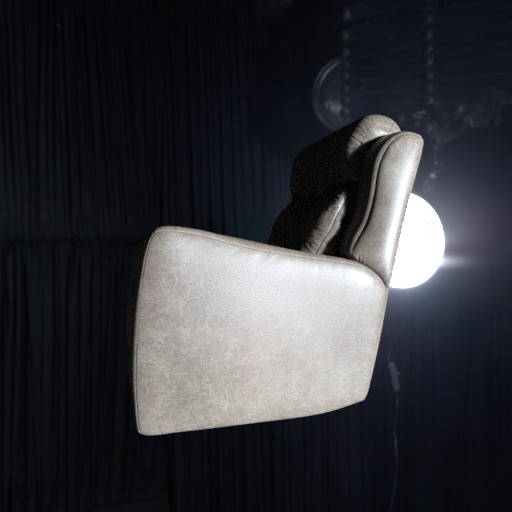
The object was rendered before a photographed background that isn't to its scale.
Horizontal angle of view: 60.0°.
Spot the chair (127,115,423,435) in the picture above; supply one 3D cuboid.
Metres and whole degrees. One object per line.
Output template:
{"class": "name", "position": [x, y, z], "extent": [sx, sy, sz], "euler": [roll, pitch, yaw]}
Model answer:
{"class": "chair", "position": [0.000, 0.000, 1.905], "extent": [1.068, 1.116, 0.967], "euler": [0, 0, -16]}
